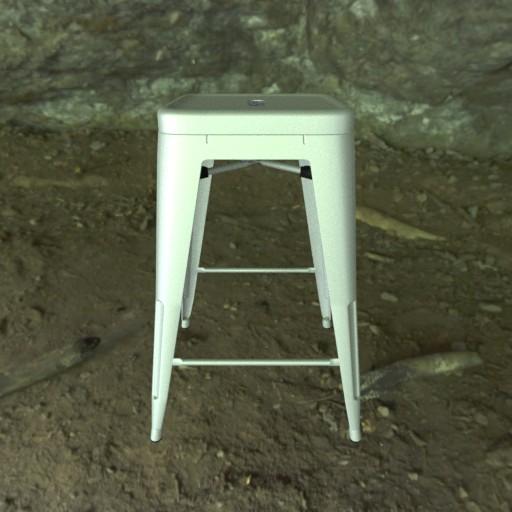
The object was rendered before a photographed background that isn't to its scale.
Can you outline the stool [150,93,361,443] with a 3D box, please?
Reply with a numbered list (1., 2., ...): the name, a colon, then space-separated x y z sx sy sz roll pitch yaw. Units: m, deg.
1. stool: 0.000 0.000 0.913 0.410 0.608 0.410 0 25 0
